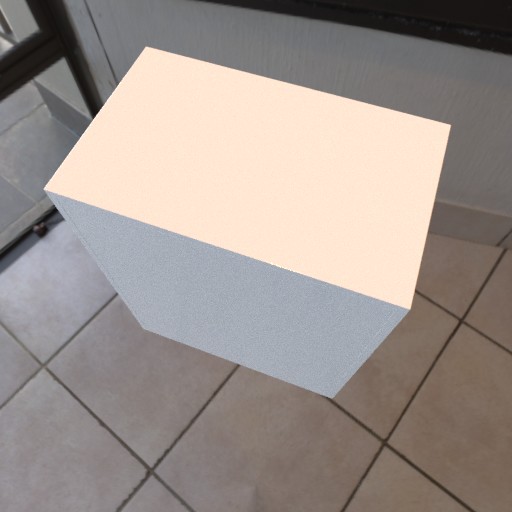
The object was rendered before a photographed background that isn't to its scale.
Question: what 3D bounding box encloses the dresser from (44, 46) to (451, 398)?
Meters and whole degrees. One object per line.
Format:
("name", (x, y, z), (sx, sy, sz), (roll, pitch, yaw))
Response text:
("dresser", (0.000, 0.000, 1.169), (0.650, 0.800, 0.400), (18, 64, 9))
